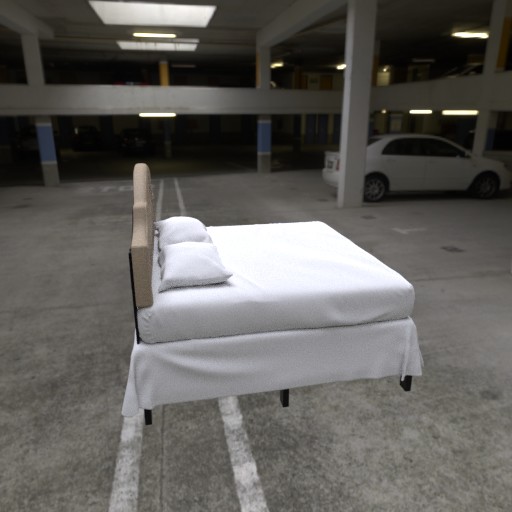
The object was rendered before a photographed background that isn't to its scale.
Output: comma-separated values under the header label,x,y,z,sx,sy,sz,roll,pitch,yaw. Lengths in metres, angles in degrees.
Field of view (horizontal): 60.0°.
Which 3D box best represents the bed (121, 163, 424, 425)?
label,x,y,z,sx,sy,sz,roll,pitch,yaw
bed,0.000,0.000,3.900,2.222,1.631,2.303,-4,19,-11
